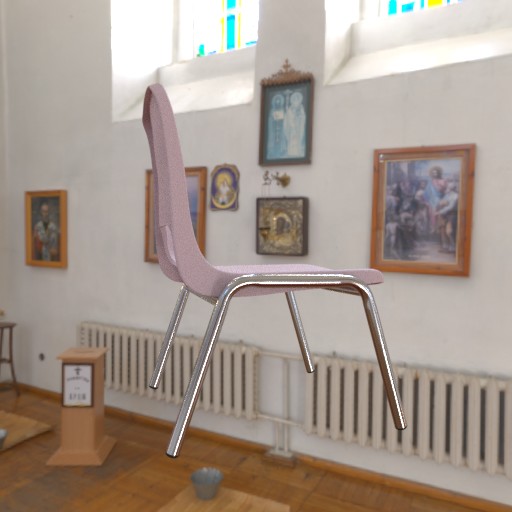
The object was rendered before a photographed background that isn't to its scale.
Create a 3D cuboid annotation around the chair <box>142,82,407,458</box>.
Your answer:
[{"bbox_3d":[0.000,0.000,0.790,0.385,0.536,0.354,0,1,-18],"label":"chair"}]
